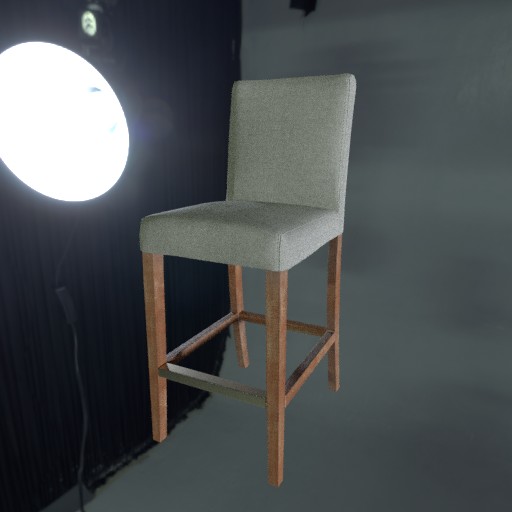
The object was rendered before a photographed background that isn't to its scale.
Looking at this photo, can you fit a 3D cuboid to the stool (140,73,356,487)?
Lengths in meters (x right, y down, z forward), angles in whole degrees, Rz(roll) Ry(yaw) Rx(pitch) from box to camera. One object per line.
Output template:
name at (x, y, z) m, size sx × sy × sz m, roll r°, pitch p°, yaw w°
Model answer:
stool at (0.000, 0.000, 1.362) m, size 0.439 × 1.088 × 0.570 m, roll 7°, pitch 16°, yaw 27°
